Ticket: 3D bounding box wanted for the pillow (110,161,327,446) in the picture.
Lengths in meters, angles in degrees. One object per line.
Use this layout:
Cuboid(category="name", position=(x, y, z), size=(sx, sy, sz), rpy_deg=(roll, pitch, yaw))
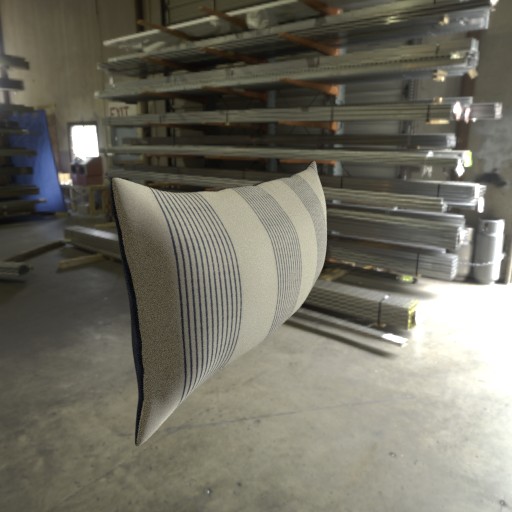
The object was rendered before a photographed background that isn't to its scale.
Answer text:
Cuboid(category="pillow", position=(0.000, 0.000, 0.710), size=(0.151, 0.287, 0.610), rpy_deg=(7, 16, 24))
